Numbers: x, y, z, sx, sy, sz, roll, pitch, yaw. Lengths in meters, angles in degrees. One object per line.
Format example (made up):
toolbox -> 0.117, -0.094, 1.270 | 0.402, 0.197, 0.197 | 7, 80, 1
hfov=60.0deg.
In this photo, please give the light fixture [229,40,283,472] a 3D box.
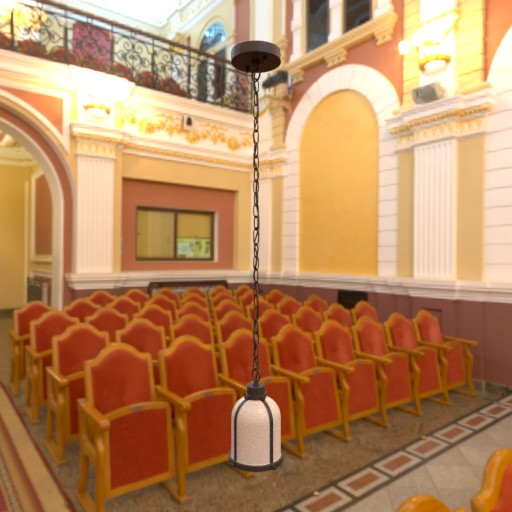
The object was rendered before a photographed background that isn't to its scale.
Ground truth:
light fixture -> 0.000, 0.000, 1.288 | 0.178, 1.181, 0.178 | 0, 0, -37
